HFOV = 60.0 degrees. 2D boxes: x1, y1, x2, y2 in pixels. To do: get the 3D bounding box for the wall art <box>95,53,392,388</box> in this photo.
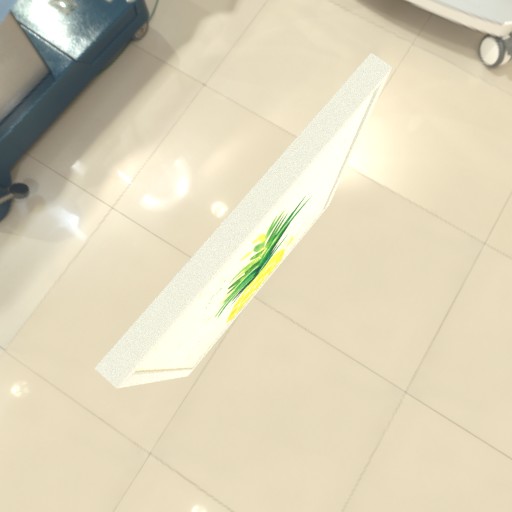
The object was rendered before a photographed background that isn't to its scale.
[{"bbox_3d":[0.000,0.000,0.463,0.020,0.307,0.307,39,79,9],"label":"wall art"}]
